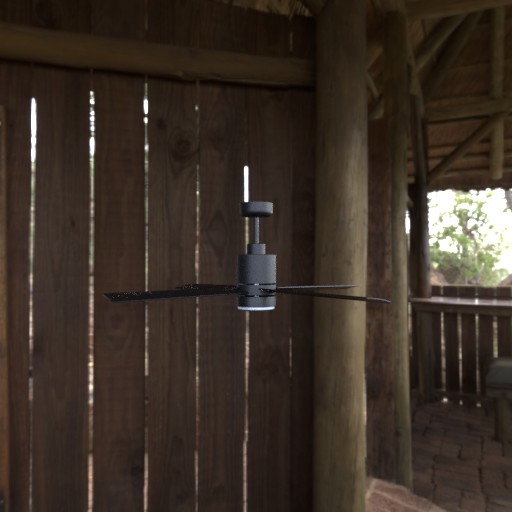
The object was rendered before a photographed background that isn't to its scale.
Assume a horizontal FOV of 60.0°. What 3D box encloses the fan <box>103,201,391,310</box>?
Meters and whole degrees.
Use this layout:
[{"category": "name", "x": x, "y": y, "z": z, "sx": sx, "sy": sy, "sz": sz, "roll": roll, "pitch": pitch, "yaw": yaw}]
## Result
[{"category": "fan", "x": 0.000, "y": 0.000, "z": 2.259, "sx": 1.525, "sy": 0.534, "sz": 1.525, "roll": 1, "pitch": -2, "yaw": -37}]
